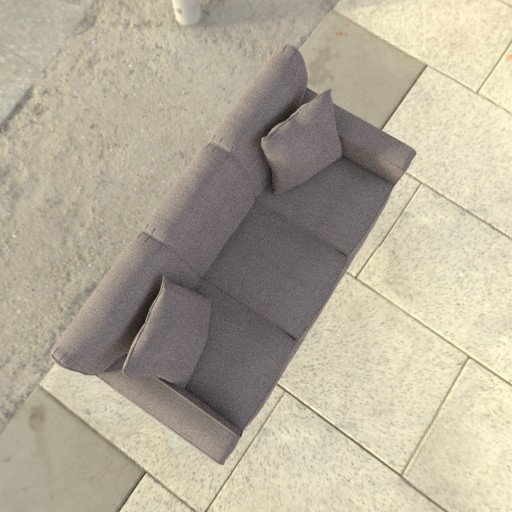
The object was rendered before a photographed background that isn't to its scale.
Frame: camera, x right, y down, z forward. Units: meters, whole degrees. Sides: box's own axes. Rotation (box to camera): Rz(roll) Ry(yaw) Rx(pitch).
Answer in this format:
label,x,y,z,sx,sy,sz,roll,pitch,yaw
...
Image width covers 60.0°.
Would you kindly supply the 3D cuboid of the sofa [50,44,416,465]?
label,x,y,z,sx,sy,sz,roll,pitch,yaw
sofa,0.000,0.000,2.562,0.997,0.958,2.024,32,78,8
